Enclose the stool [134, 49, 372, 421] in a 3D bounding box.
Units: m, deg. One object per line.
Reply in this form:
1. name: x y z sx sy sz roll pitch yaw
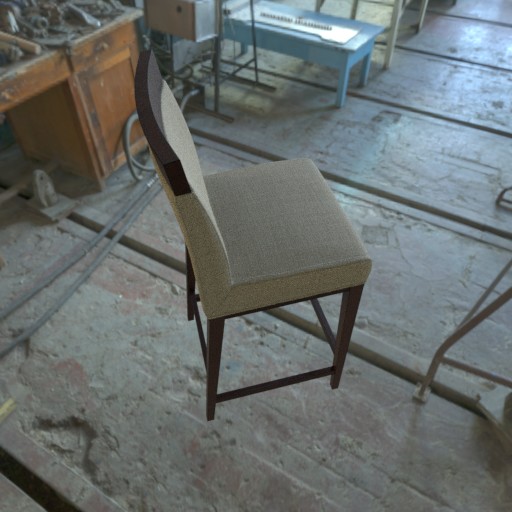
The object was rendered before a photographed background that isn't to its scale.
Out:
1. stool: 0.000 0.000 1.257 0.480 1.011 0.463 -11 48 -10
